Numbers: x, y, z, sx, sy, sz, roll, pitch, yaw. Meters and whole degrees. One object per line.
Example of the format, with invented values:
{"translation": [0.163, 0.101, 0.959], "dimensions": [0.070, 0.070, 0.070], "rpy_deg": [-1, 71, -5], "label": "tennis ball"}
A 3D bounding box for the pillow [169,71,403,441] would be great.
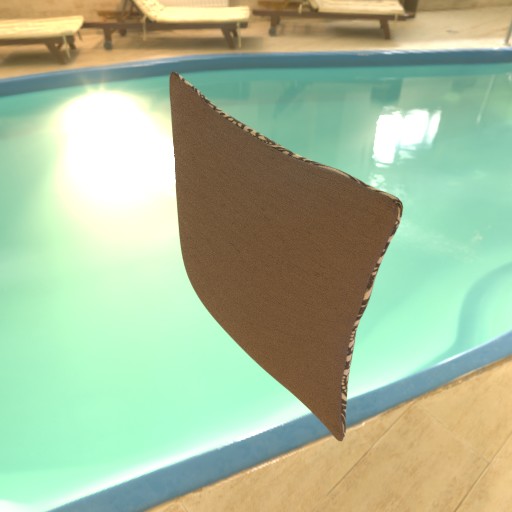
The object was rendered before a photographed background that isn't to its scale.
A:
{"translation": [0.000, 0.000, 0.649], "dimensions": [0.148, 0.417, 0.436], "rpy_deg": [-25, 46, -27], "label": "pillow"}
